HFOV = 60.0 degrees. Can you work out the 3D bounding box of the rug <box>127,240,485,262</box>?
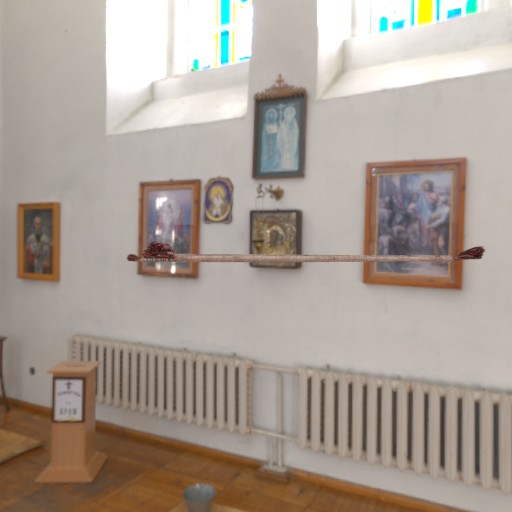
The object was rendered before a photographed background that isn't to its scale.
[{"bbox_3d":[0.000,0.000,2.622,1.444,0.067,2.069,0,-1,-18],"label":"rug"}]
